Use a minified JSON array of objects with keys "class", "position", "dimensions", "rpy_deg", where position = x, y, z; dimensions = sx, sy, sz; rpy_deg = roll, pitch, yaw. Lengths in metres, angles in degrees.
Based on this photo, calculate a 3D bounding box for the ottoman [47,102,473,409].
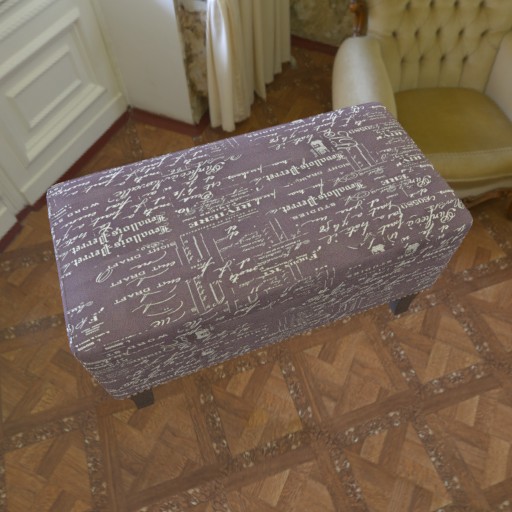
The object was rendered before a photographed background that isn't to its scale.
[{"class":"ottoman","position":[0.000,0.000,1.072],"dimensions":[0.813,0.457,0.406],"rpy_deg":[-18,59,-11]}]
